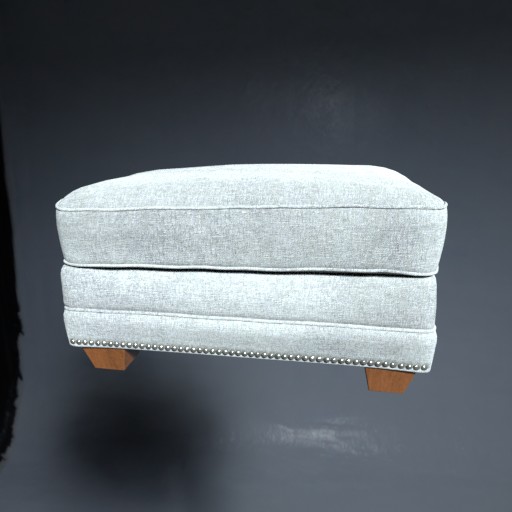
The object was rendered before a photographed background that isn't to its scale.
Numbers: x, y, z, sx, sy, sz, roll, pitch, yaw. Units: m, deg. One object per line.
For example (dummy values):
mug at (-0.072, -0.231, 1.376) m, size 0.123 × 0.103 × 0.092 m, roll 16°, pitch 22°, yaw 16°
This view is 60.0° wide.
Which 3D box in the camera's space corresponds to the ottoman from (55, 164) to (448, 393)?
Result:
ottoman at (0.000, 0.000, 1.149) m, size 0.813 × 0.457 × 0.561 m, roll 2°, pitch 15°, yaw 9°
